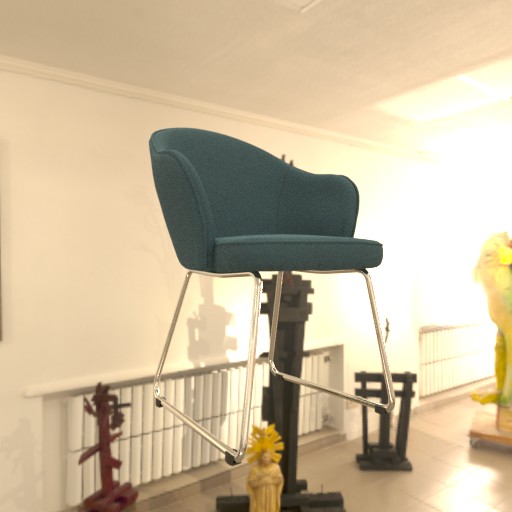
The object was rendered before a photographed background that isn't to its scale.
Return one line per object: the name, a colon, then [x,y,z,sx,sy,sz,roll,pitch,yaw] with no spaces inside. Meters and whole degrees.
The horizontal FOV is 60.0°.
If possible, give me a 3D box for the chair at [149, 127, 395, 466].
chair: [0.000,0.000,1.208,0.570,0.815,0.585,0,0,-36]
